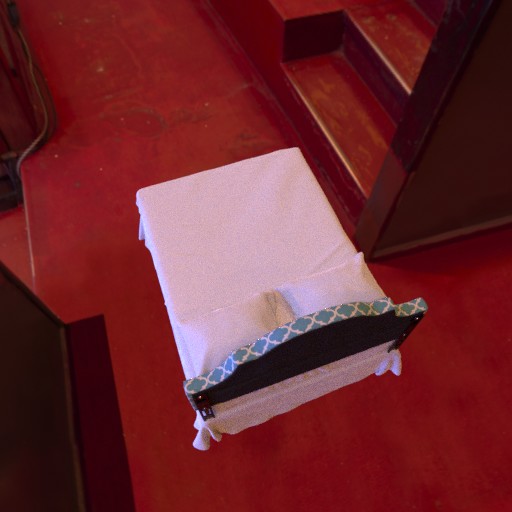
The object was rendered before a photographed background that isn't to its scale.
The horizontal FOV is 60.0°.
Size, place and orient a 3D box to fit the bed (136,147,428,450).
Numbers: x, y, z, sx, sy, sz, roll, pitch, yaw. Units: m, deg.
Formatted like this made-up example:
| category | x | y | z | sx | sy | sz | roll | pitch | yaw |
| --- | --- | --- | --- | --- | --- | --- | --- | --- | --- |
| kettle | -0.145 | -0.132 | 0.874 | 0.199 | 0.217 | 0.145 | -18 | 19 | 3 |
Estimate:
| category | x | y | z | sx | sy | sz | roll | pitch | yaw |
| --- | --- | --- | --- | --- | --- | --- | --- | --- | --- |
| bed | 0.000 | 0.000 | 3.482 | 1.780 | 1.633 | 2.222 | -17 | 60 | -10 |
